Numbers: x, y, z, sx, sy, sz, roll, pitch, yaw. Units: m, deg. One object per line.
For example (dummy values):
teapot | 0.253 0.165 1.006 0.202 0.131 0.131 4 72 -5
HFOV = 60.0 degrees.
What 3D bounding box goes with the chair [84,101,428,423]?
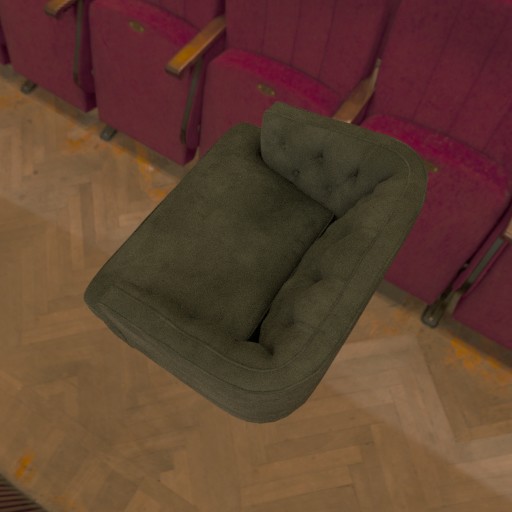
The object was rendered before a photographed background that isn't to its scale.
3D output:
chair | 0.000 0.000 1.800 0.941 0.852 1.104 31 67 15
